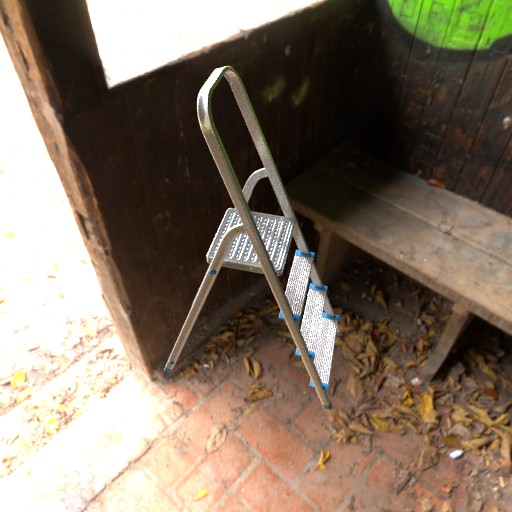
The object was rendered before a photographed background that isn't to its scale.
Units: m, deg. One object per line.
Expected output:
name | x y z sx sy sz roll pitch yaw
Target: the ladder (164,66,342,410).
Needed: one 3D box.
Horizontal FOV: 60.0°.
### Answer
ladder | 0.000 0.000 1.774 0.842 1.434 0.445 10 47 10
